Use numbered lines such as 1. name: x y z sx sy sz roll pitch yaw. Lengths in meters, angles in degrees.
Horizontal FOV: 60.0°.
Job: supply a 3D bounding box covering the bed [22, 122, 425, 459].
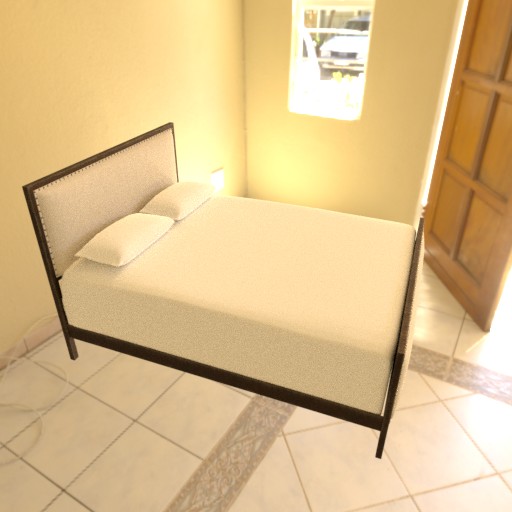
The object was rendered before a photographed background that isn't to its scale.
1. bed: 0.000 0.000 3.136 2.221 1.313 1.607 11 32 18
